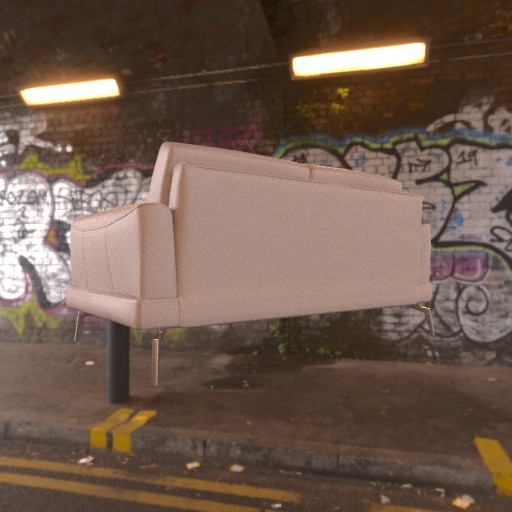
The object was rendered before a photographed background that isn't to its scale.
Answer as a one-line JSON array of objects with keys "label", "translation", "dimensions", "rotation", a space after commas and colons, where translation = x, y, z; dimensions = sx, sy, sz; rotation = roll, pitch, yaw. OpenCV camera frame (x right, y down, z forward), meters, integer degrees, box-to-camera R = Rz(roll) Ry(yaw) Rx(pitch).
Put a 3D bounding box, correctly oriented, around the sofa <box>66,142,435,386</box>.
[{"label": "sofa", "translation": [0.000, 0.000, 2.481], "dimensions": [1.819, 0.930, 1.121], "rotation": [0, 0, -36]}]
